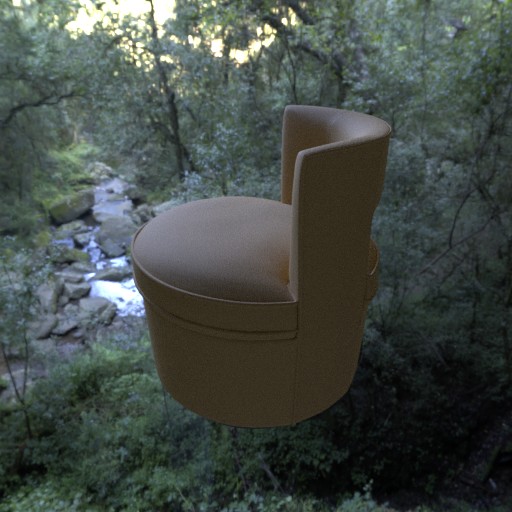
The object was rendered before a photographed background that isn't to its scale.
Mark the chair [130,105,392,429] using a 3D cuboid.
[{"bbox_3d":[0.000,0.000,1.219,0.665,0.723,0.650,0,27,1],"label":"chair"}]
